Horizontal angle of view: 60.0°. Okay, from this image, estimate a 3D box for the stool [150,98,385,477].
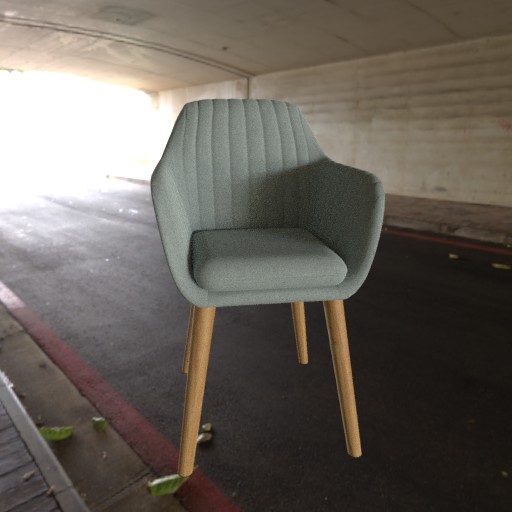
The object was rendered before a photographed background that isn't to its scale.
[{"bbox_3d":[0.000,0.000,1.173,0.503,0.830,0.590,-2,15,-9],"label":"stool"}]
